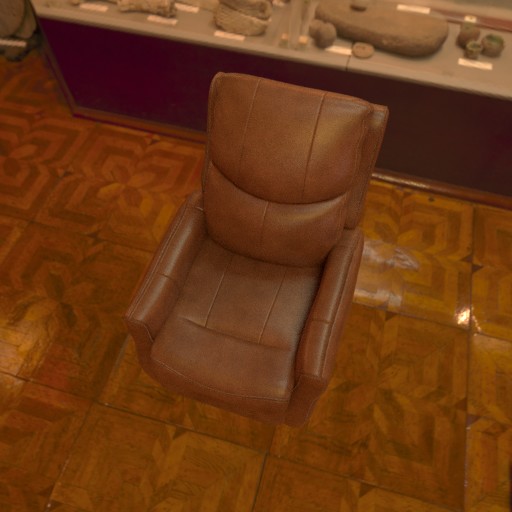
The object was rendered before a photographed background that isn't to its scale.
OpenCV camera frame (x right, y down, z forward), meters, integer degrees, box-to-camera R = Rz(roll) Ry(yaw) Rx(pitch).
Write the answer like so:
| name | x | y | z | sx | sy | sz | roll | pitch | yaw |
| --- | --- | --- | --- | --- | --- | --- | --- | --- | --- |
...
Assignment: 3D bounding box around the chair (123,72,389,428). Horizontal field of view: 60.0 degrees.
| name | x | y | z | sx | sy | sz | roll | pitch | yaw |
| --- | --- | --- | --- | --- | --- | --- | --- | --- | --- |
| chair | 0.000 | 0.000 | 1.771 | 0.821 | 1.016 | 1.072 | 15 | 60 | 9 |
